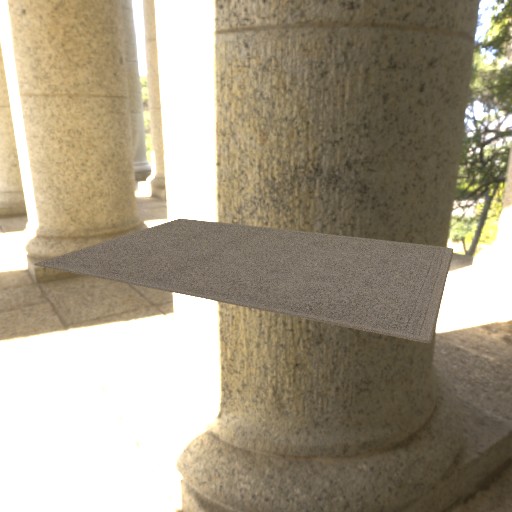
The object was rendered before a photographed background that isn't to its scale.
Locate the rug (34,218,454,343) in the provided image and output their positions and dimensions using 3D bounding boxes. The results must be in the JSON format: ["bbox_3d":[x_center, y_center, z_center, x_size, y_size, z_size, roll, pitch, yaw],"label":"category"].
[{"bbox_3d":[0.000,0.000,2.876,2.286,0.011,1.524,8,19,25],"label":"rug"}]
